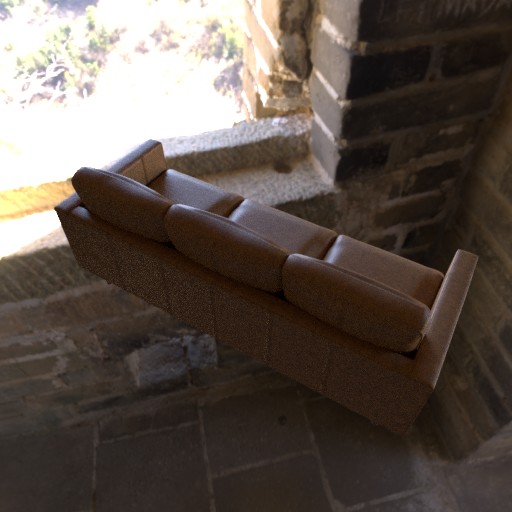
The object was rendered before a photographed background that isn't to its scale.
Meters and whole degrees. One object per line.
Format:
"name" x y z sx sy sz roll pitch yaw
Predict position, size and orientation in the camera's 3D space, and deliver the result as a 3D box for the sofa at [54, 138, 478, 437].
"sofa" 0.000 0.000 2.626 2.231 0.930 0.903 23 51 21
